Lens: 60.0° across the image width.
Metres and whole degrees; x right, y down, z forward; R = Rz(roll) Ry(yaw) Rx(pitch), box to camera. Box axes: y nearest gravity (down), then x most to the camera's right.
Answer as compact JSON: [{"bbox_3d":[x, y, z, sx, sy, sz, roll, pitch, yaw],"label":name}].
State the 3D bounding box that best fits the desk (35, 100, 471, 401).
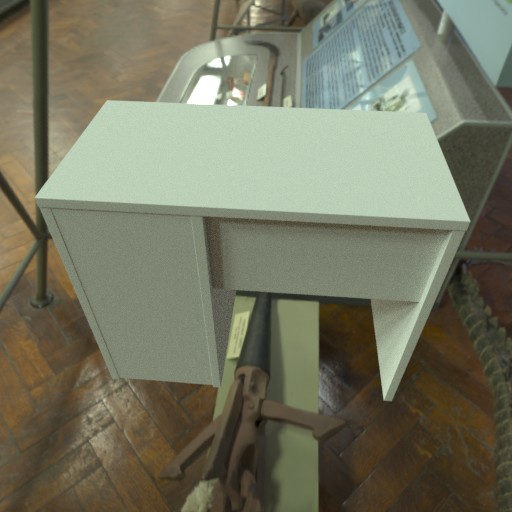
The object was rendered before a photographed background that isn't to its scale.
[{"bbox_3d":[0.000,0.000,1.334,0.898,0.730,0.482,3,44,4],"label":"desk"}]
